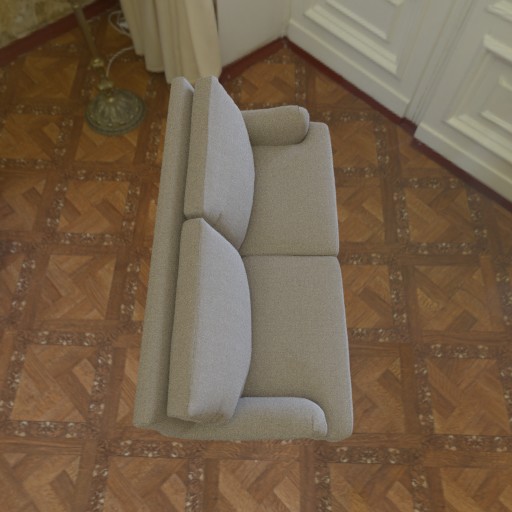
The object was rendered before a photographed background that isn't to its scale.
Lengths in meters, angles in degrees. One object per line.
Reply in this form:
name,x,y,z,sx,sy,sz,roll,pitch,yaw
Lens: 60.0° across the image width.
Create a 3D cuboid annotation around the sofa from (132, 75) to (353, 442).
sofa,0.000,0.000,2.795,1.087,1.054,2.160,0,65,0
